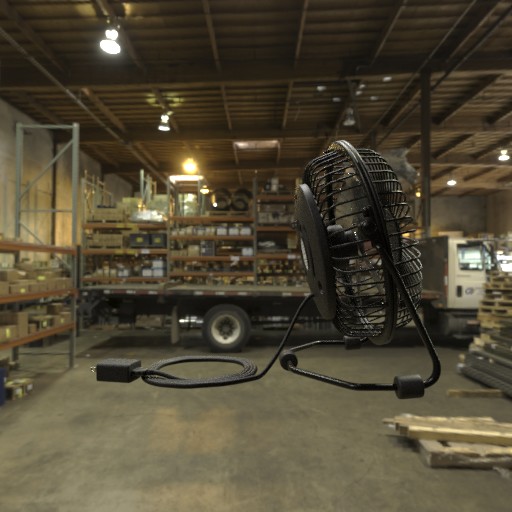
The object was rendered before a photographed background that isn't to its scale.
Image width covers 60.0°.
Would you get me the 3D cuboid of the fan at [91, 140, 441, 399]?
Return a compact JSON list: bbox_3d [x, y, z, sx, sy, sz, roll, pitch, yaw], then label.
[{"bbox_3d":[0.000,0.000,0.299,0.202,0.152,0.153,0,-1,0],"label":"fan"}]
